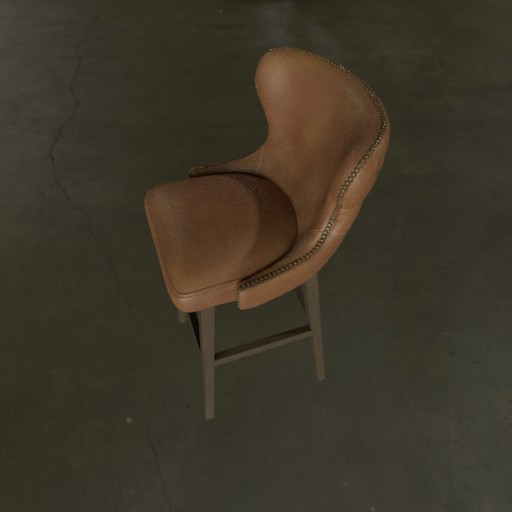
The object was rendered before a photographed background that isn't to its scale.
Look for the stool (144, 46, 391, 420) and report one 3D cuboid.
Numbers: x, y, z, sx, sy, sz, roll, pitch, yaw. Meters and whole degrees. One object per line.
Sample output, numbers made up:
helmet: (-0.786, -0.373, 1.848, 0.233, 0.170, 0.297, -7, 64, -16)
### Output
stool: (0.000, 0.000, 1.433, 0.606, 1.087, 0.591, -14, 49, -13)
